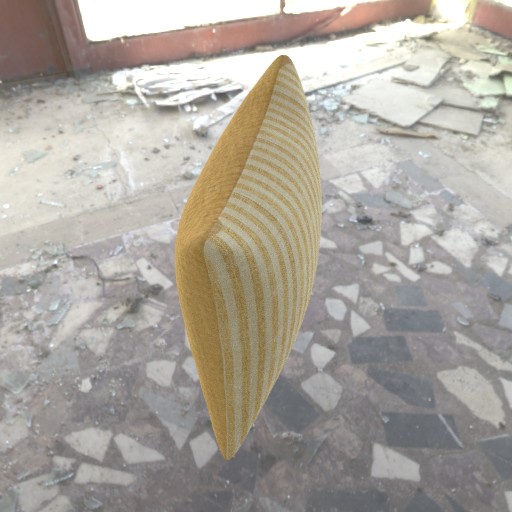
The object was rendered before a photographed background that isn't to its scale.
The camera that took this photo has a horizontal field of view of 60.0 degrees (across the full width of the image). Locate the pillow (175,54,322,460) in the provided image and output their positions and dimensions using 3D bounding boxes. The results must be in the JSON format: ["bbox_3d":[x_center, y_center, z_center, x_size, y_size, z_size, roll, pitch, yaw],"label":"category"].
[{"bbox_3d":[0.000,0.000,0.625,0.173,0.407,0.419,8,45,8],"label":"pillow"}]
